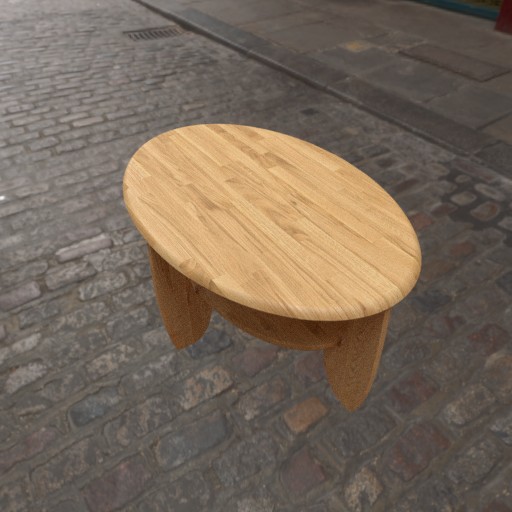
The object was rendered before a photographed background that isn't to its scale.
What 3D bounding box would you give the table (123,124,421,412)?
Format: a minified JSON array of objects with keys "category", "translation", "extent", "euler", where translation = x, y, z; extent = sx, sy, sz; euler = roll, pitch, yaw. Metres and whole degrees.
[{"category":"table","translation":[0.000,0.000,1.423],"extent":[0.690,0.490,1.040],"euler":[-24,46,-26]}]
